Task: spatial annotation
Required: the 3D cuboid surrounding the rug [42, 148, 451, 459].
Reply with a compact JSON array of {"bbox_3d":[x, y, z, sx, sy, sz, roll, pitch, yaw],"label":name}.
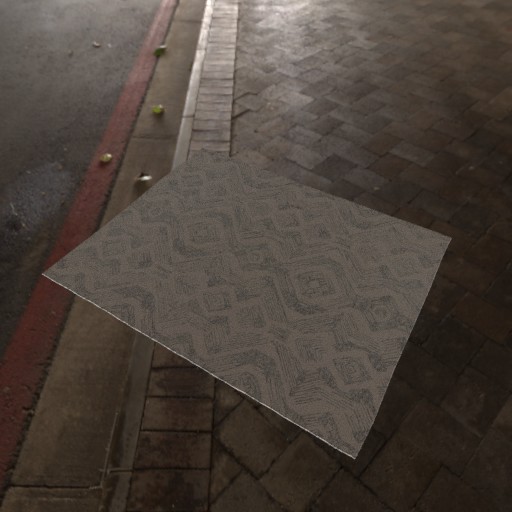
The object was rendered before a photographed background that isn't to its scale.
[{"bbox_3d":[0.000,0.000,4.158,3.054,0.030,2.430,24,51,21],"label":"rug"}]
